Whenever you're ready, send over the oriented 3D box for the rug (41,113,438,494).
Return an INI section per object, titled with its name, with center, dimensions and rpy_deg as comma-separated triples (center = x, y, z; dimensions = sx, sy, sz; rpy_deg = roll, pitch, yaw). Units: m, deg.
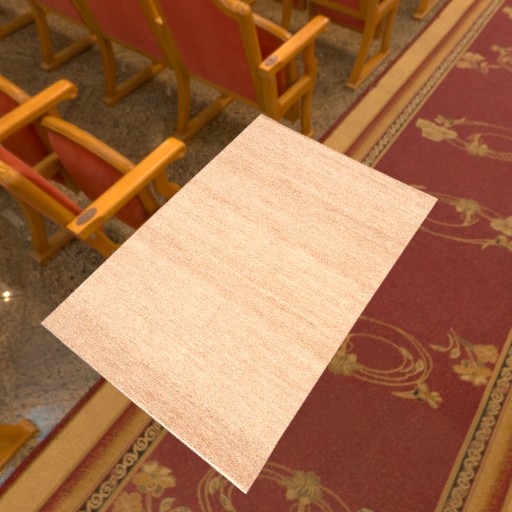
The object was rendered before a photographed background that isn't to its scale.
[rug]
center = 0.000, 0.000, 2.965
dimensions = 1.574, 0.029, 2.346
rpy_deg = 32, 63, 18
